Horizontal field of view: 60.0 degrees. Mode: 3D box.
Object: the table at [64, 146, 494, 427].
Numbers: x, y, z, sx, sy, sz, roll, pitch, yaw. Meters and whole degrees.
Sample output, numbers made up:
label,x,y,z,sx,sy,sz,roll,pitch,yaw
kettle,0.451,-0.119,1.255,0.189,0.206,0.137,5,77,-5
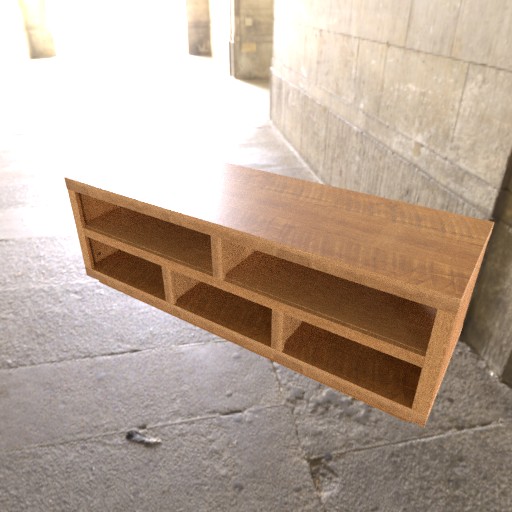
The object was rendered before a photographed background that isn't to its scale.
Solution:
label,x,y,z,sx,sy,sz,roll,pitch,yaw
table,0.000,0.000,1.717,1.499,0.491,0.499,18,35,28
